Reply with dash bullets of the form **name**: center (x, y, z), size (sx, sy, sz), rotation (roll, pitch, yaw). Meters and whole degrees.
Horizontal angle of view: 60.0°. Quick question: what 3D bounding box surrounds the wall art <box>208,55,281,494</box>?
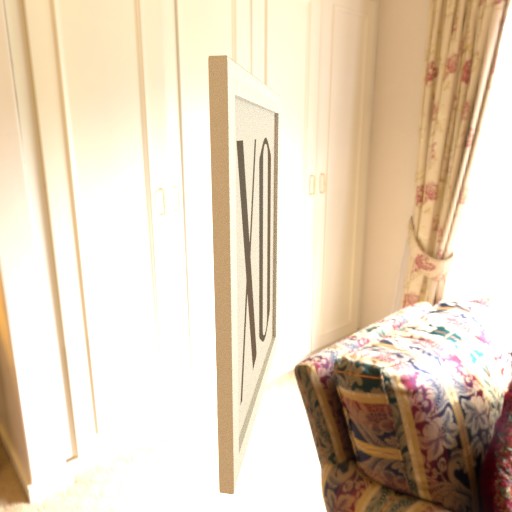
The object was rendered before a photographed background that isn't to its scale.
- **wall art**: center (0.000, 0.000, 0.730), size (0.020, 0.536, 0.444), rotation (3, 15, 10)
